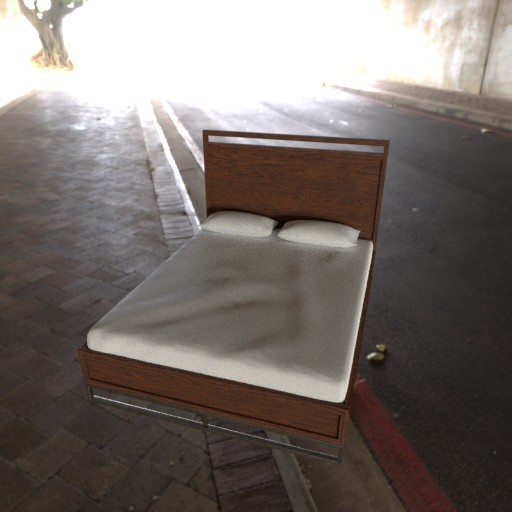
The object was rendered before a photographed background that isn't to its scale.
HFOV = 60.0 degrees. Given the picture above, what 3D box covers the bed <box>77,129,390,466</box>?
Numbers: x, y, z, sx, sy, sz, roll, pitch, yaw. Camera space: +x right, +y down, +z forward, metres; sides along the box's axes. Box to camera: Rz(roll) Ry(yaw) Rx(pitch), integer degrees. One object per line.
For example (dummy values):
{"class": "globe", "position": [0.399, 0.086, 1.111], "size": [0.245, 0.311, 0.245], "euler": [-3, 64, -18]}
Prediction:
{"class": "bed", "position": [0.000, 0.000, 3.488], "size": [1.765, 1.487, 2.218], "euler": [8, 27, 16]}
